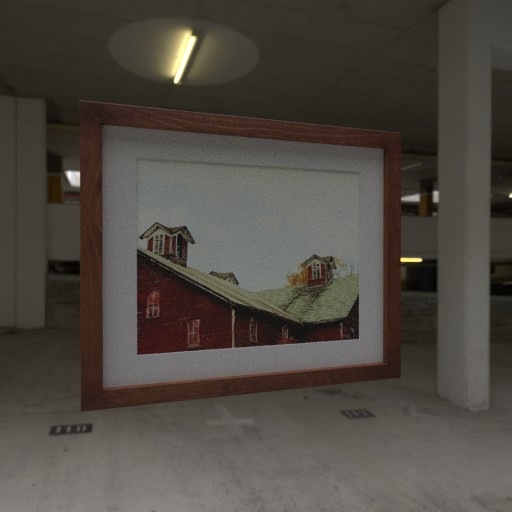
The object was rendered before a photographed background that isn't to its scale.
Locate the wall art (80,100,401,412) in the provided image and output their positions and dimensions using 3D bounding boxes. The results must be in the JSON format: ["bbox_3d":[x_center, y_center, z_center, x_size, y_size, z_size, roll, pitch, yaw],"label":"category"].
[{"bbox_3d":[0.000,0.000,0.545,0.401,0.328,0.030,0,1,-19],"label":"wall art"}]
